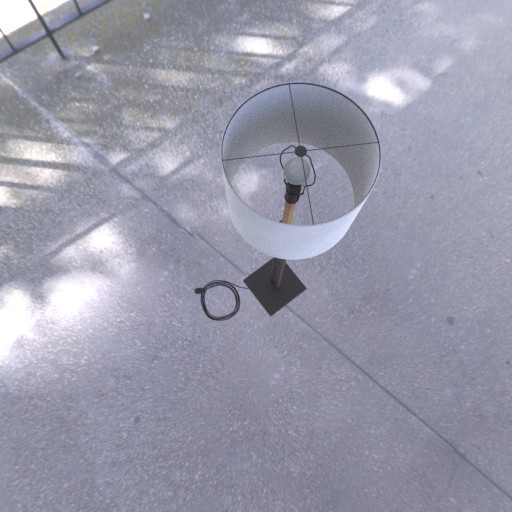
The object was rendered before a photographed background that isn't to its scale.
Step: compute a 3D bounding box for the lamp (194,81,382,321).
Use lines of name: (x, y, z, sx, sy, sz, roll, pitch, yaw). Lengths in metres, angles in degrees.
lamp: (0.000, 0.000, 1.896, 0.639, 1.650, 0.474, -36, 77, -9)
